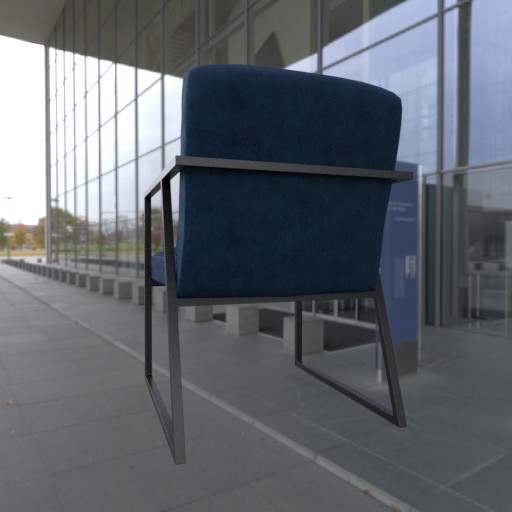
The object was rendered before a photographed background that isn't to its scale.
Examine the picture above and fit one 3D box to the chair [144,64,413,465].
[{"bbox_3d":[0.000,0.000,1.277,0.571,0.833,0.677,0,1,-19],"label":"chair"}]
